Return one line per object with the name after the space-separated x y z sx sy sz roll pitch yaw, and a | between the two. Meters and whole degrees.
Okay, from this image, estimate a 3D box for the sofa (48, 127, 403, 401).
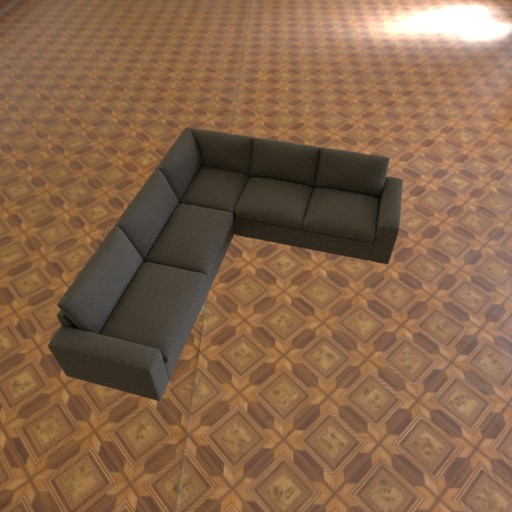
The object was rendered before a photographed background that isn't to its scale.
0.000 0.000 4.777 2.895 0.965 3.277 11 48 10 | sofa
